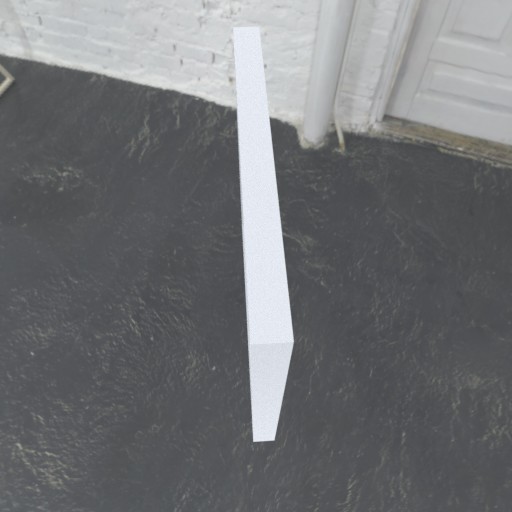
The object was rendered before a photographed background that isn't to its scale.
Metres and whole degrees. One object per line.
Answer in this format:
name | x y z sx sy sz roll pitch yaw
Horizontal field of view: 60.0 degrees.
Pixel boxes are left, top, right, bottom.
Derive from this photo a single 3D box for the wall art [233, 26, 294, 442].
wall art | 0.000 0.000 0.758 0.040 0.509 0.509 -3 58 -2
